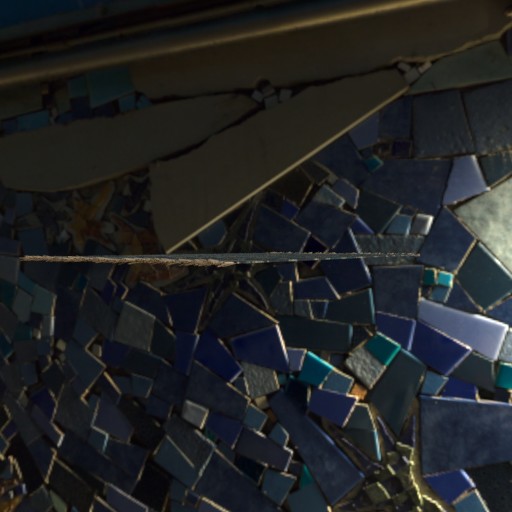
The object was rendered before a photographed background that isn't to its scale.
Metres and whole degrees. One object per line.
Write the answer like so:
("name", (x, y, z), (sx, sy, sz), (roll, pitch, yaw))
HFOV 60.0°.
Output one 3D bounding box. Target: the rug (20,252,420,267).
("rug", (0.000, 0.000, 2.365), (1.181, 0.028, 1.936), (1, 1, 36))
